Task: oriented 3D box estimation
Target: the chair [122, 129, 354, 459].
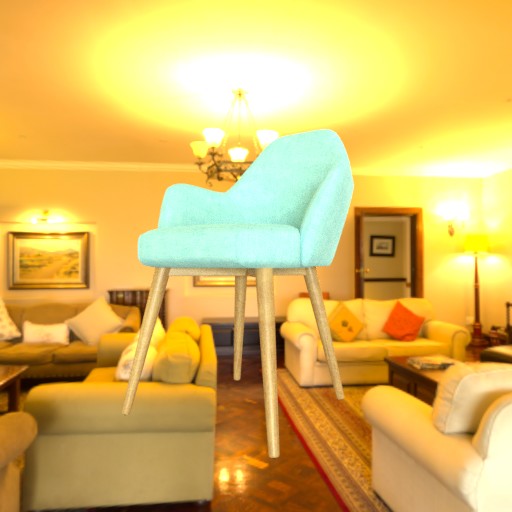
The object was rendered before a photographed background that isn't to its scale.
[{"bbox_3d":[0.000,0.000,1.267,0.590,0.840,0.610,-1,-1,34],"label":"chair"}]
